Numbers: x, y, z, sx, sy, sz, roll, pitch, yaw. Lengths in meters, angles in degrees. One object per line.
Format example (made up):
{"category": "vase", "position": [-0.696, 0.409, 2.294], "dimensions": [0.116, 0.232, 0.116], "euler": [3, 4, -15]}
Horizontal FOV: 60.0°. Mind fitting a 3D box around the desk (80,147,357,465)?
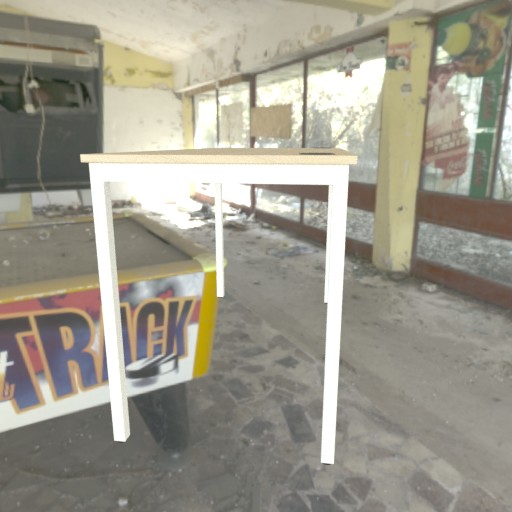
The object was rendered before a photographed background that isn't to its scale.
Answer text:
{"category": "desk", "position": [0.000, 0.000, 1.601], "dimensions": [0.600, 0.750, 1.200], "euler": [2, 15, 9]}
